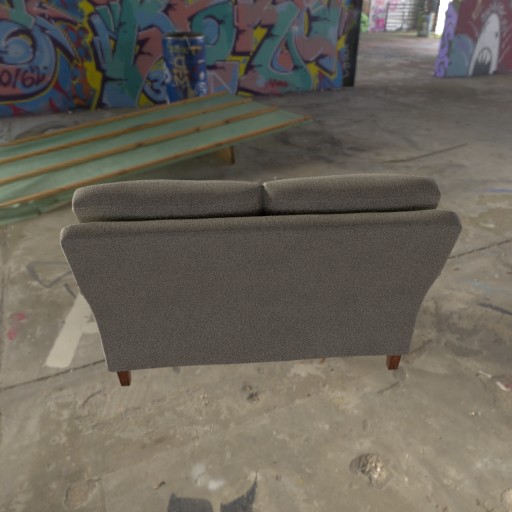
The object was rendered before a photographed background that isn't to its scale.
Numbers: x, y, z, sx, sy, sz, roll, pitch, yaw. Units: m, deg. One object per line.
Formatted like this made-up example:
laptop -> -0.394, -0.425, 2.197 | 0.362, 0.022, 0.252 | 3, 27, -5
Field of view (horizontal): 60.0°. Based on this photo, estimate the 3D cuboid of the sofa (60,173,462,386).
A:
sofa -> 0.000, 0.000, 2.194 | 1.480, 0.999, 1.087 | -2, 30, -4
